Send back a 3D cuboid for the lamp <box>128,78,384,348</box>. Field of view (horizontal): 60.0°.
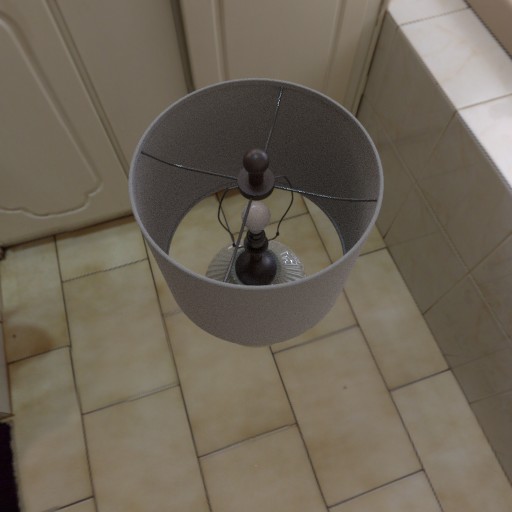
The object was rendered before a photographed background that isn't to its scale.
[{"bbox_3d":[0.000,0.000,0.779,0.318,0.567,0.318,0,65,0],"label":"lamp"}]
